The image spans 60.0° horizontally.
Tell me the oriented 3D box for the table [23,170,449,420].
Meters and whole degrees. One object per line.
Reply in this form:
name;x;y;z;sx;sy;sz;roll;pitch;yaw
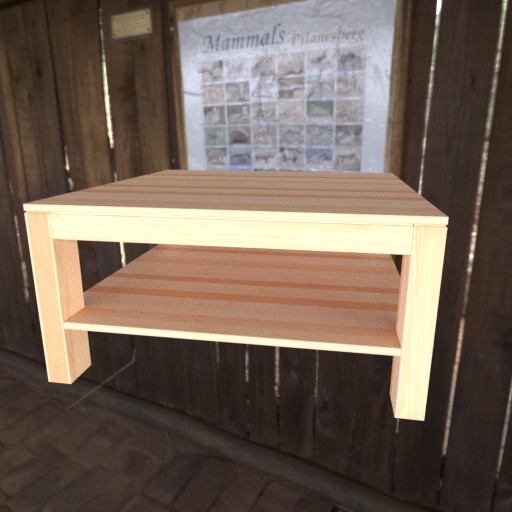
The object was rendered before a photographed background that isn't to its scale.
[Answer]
table;0.000;0.000;1.403;0.900;0.450;0.900;3;16;10
